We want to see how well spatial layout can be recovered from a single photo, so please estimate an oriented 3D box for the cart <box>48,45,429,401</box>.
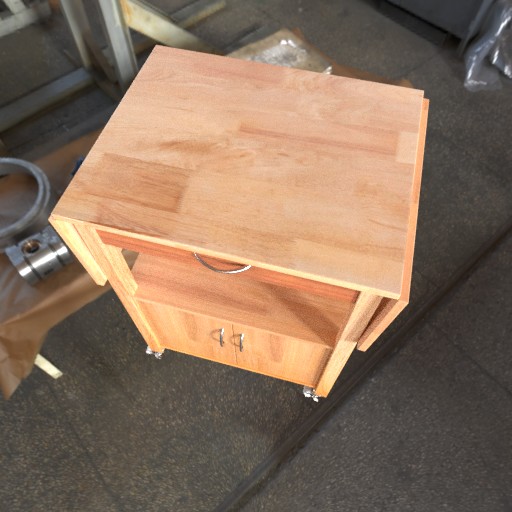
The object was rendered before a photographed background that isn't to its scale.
[{"bbox_3d":[0.000,0.000,1.218,0.640,0.838,0.508,13,60,8],"label":"cart"}]
